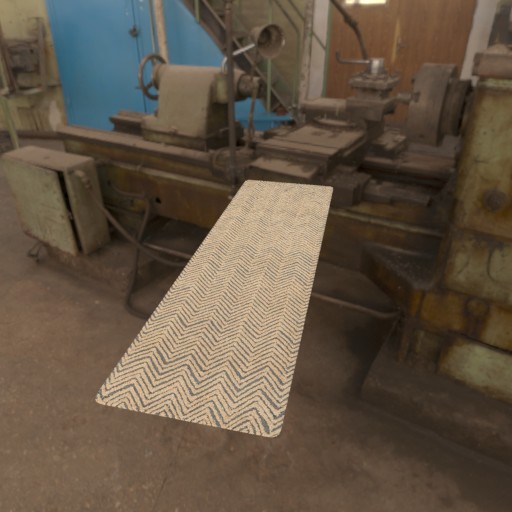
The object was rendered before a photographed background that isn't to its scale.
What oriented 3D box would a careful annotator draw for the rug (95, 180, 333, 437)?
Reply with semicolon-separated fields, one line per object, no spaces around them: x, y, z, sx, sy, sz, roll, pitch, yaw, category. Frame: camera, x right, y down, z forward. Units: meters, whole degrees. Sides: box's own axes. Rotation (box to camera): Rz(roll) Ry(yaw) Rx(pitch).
0.000;0.000;2.490;0.686;0.008;2.286;7;31;11;rug
